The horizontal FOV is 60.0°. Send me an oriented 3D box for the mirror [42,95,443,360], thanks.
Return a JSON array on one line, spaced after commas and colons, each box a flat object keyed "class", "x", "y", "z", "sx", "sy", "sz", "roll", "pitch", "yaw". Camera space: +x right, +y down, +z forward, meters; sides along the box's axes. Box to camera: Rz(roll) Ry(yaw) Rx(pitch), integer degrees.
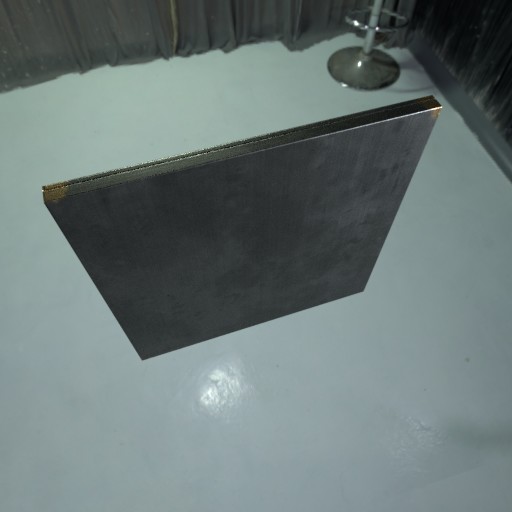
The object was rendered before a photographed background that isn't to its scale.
[{"class": "mirror", "x": 0.000, "y": 0.000, "z": 0.567, "sx": 0.382, "sy": 0.381, "sz": 0.020, "roll": -16, "pitch": 58, "yaw": -10}]
